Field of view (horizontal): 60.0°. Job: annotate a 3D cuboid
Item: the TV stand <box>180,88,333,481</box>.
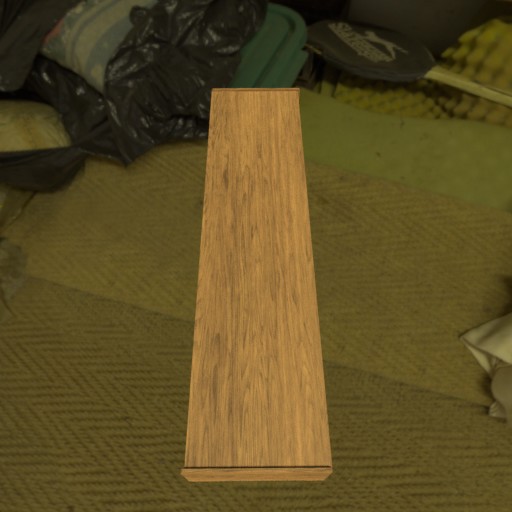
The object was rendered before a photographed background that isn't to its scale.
[{"bbox_3d":[0.000,0.000,1.978,0.467,0.415,1.796,0,57,0],"label":"TV stand"}]
